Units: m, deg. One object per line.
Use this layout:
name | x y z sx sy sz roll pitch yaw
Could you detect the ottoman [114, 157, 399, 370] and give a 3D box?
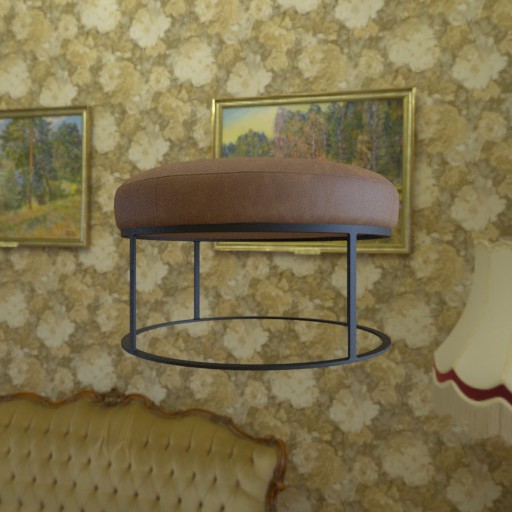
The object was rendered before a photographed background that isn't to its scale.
ottoman | 0.000 0.000 1.260 0.771 0.460 0.771 0 0 0
